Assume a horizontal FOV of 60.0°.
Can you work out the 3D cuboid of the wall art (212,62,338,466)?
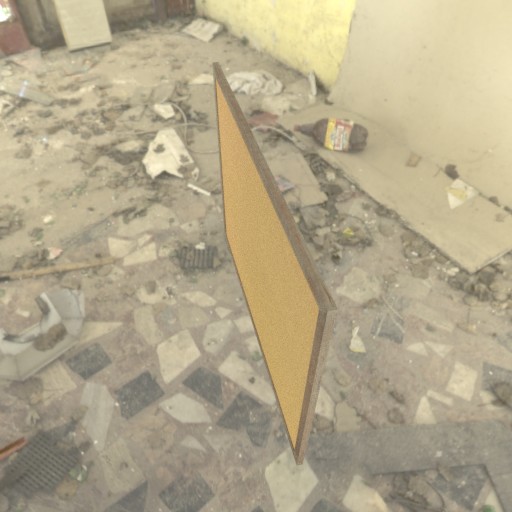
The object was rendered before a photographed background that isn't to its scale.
[{"bbox_3d":[0.000,0.000,1.370,0.019,0.774,1.012,-11,48,-10],"label":"wall art"}]
